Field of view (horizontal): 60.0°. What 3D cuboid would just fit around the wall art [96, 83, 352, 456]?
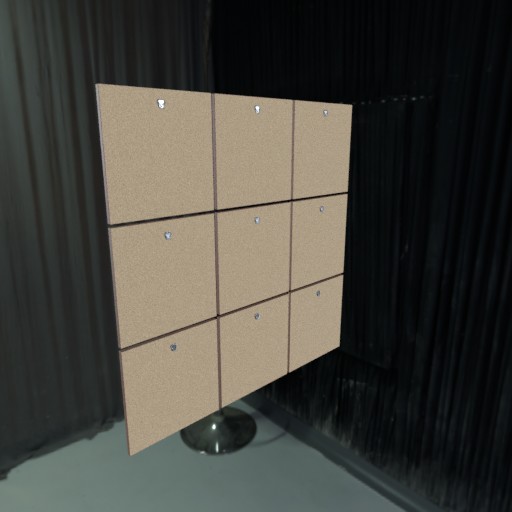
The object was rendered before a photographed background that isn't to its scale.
[{"bbox_3d":[0.000,0.000,1.334,0.906,0.904,0.018,-14,20,-42],"label":"wall art"}]
